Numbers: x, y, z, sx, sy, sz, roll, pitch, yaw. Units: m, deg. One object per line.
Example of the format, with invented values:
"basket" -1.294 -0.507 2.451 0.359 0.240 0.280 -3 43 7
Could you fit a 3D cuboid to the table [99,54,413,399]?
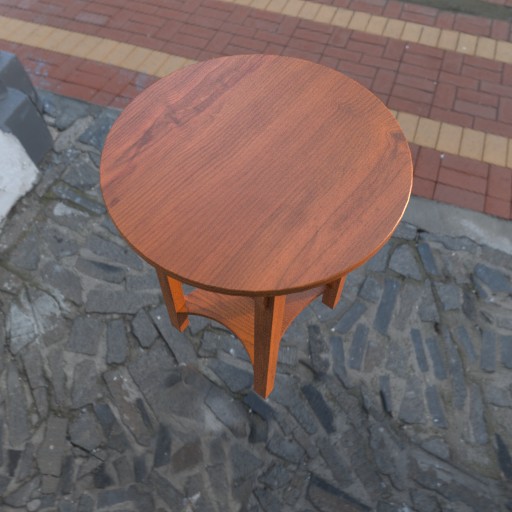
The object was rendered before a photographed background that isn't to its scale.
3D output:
"table" 0.000 0.000 0.918 0.457 0.610 0.457 0 60 0
